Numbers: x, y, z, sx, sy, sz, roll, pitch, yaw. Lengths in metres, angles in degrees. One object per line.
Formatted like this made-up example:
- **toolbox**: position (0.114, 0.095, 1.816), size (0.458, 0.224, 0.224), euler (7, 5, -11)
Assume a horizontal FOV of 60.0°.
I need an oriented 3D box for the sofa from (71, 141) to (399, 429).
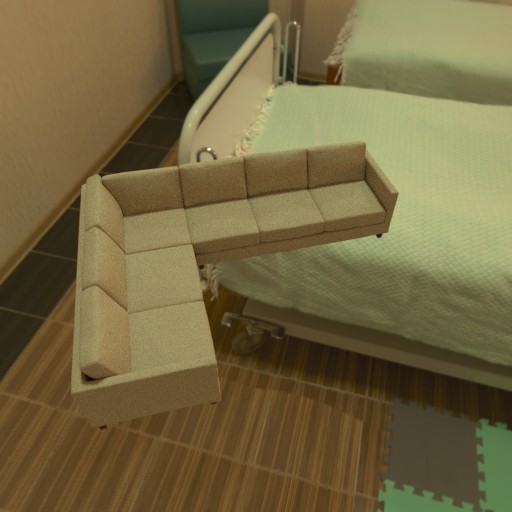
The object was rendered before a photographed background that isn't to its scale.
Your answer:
- **sofa**: position (0.000, 0.000, 4.251), size (3.182, 0.863, 2.432), euler (-10, 47, -9)
